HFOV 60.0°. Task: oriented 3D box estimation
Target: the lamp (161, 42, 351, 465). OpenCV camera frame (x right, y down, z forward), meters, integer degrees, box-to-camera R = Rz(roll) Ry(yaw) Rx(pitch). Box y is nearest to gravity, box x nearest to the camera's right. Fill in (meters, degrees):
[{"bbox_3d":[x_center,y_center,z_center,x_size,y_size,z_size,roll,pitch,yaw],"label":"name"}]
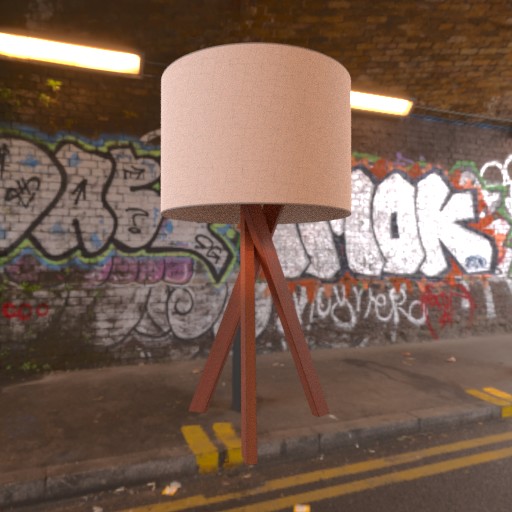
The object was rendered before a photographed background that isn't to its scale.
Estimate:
[{"bbox_3d":[0.000,0.000,0.902,0.380,0.686,0.380,0,-1,19],"label":"lamp"}]
